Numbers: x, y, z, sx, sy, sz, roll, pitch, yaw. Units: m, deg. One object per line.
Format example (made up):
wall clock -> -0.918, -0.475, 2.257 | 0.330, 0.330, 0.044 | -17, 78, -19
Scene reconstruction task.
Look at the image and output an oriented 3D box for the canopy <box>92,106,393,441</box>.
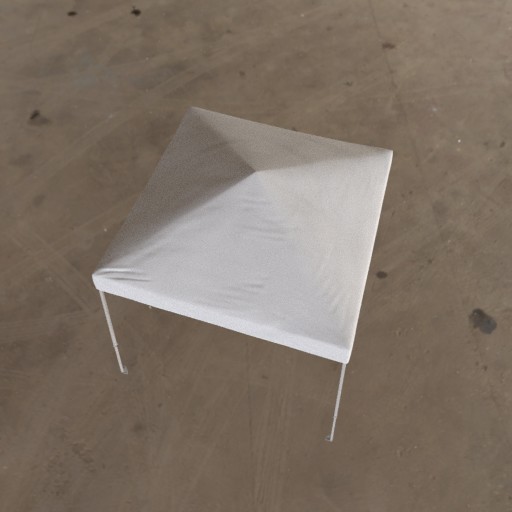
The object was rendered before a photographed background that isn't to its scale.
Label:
canopy -> 0.000, 0.000, 5.128 | 2.849, 2.849, 2.848 | 15, 60, 9
